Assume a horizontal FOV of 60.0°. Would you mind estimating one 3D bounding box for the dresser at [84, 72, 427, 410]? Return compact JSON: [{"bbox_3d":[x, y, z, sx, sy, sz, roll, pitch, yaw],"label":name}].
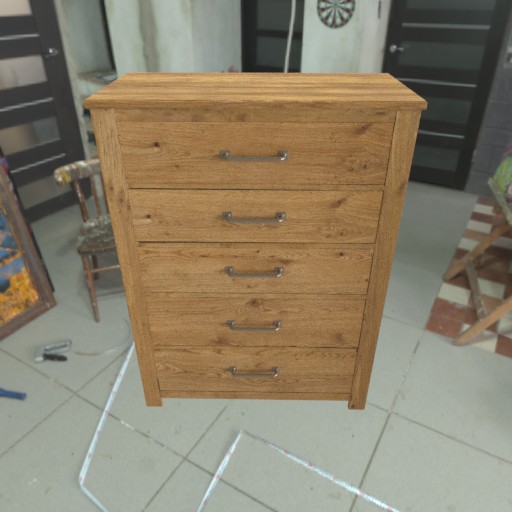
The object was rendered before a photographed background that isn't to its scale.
[{"bbox_3d":[0.000,0.000,1.963,1.081,1.431,0.558,1,32,1],"label":"dresser"}]
